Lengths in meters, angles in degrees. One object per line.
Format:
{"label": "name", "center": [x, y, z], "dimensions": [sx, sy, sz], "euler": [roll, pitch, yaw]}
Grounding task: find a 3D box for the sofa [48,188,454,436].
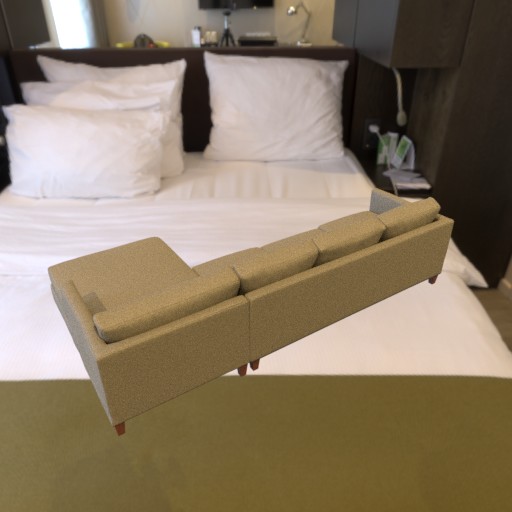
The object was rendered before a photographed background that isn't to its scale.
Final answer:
{"label": "sofa", "center": [0.000, 0.000, 3.892], "dimensions": [3.186, 0.861, 1.625], "euler": [-19, 36, -28]}
